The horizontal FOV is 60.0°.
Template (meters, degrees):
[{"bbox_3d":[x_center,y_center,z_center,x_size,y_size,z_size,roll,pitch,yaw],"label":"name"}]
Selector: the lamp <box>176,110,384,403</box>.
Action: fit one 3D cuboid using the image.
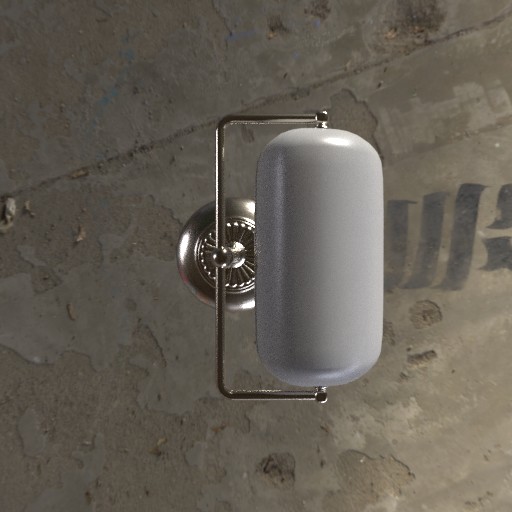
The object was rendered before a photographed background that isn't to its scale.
[{"bbox_3d":[0.000,0.000,0.520,0.243,0.339,0.264,0,91,-1],"label":"lamp"}]
